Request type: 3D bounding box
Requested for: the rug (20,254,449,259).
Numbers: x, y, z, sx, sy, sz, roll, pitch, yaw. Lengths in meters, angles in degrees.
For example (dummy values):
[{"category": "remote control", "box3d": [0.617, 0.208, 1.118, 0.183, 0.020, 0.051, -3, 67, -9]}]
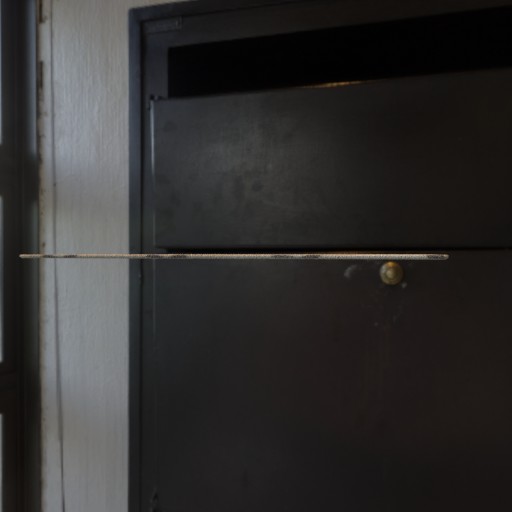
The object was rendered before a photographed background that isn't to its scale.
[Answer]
[{"category": "rug", "box3d": [0.000, 0.000, 4.001, 3.000, 0.026, 2.399, 0, 0, 18]}]
